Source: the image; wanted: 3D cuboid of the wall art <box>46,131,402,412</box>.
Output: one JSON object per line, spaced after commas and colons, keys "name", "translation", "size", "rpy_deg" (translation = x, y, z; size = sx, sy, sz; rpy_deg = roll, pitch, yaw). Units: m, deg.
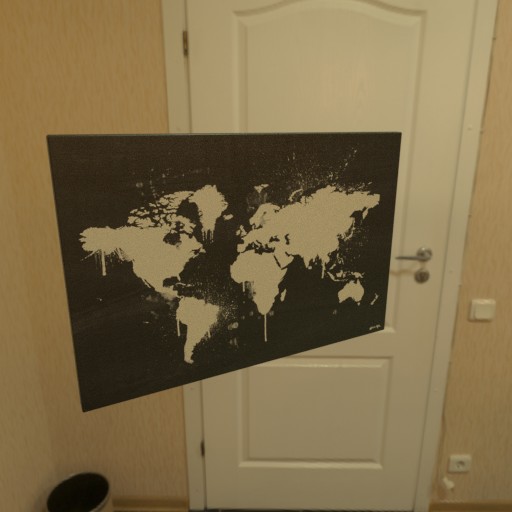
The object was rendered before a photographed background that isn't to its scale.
{"name": "wall art", "translation": [0.000, 0.000, 1.142], "size": [0.912, 0.612, 0.038], "rpy_deg": [-9, 18, -27]}
